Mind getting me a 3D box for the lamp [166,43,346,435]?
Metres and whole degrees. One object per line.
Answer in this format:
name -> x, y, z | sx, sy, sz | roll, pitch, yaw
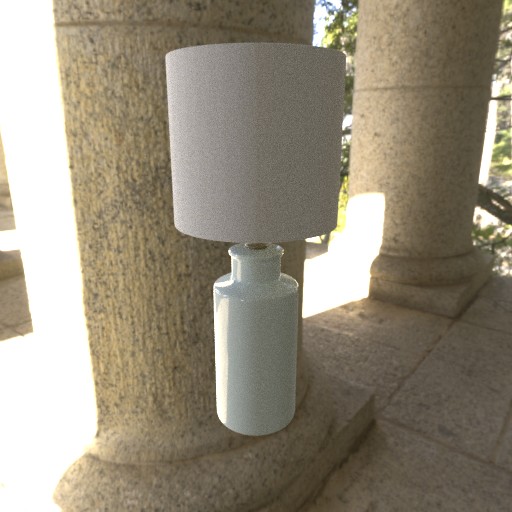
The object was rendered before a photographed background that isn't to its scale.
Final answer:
lamp -> 0.000, 0.000, 0.599 | 0.212, 0.493, 0.212 | 3, 17, 8
